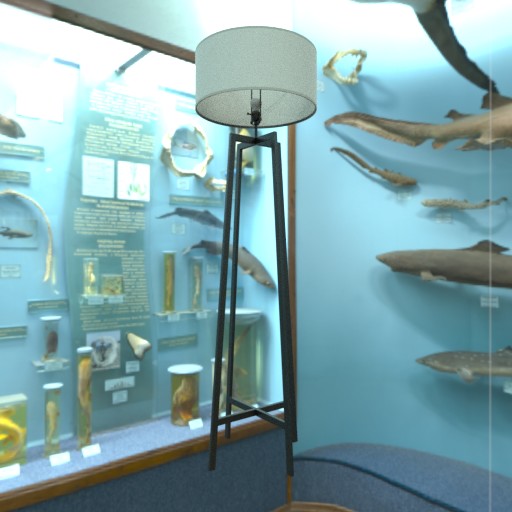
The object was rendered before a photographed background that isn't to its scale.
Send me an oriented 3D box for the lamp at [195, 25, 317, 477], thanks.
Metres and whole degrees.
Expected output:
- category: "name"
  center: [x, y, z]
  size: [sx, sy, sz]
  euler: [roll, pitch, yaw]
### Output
- category: "lamp"
  center: [0.000, 0.000, 1.682]
  size: [0.456, 1.510, 0.457]
  euler: [0, 0, -37]
